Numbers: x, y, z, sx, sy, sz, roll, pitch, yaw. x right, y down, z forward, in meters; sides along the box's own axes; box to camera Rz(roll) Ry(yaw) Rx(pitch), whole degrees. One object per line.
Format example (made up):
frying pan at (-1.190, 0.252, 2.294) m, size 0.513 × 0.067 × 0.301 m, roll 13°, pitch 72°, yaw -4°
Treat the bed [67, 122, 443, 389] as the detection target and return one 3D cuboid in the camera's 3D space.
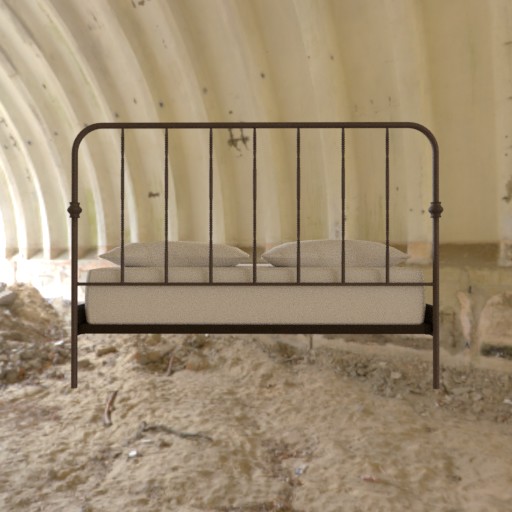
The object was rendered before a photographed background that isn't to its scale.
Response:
bed at (0.000, 0.000, 3.441) m, size 2.044 × 1.446 × 2.134 m, roll 0°, pitch 0°, yaw 0°
